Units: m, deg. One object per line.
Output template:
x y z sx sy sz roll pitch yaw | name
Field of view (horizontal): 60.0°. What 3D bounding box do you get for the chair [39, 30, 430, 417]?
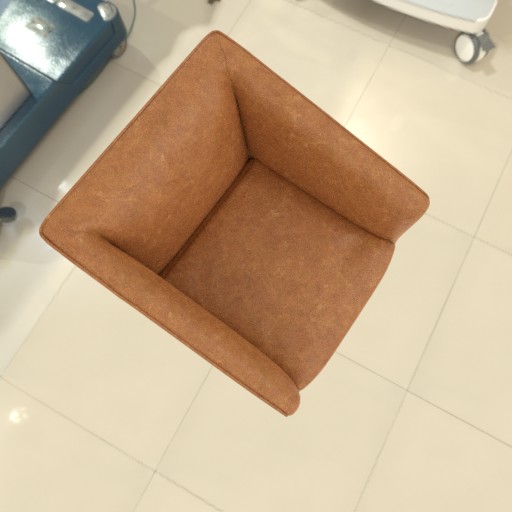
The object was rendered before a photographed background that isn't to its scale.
0.000 0.000 1.214 0.625 0.760 0.588 34 78 9 | chair
